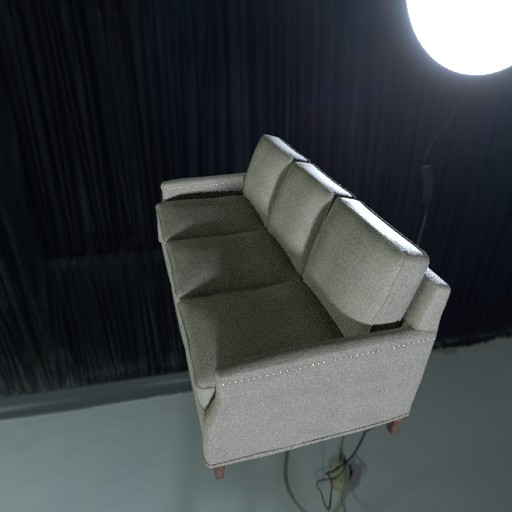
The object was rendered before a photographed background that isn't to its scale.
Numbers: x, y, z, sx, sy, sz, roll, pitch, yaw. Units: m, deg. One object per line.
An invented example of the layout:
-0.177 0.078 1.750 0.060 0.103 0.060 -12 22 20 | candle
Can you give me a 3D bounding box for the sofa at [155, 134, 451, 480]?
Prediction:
0.000 0.000 2.766 1.084 1.003 2.246 -8 30 -14 | sofa
